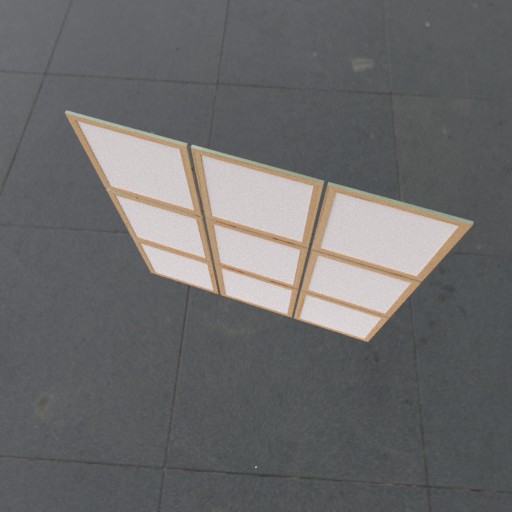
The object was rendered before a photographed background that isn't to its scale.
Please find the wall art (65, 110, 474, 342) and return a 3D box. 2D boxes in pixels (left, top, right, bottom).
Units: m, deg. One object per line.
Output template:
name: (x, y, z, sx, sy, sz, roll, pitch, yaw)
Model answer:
wall art: (0.000, 0.000, 2.257, 1.517, 1.523, 0.013, 17, 66, 8)
